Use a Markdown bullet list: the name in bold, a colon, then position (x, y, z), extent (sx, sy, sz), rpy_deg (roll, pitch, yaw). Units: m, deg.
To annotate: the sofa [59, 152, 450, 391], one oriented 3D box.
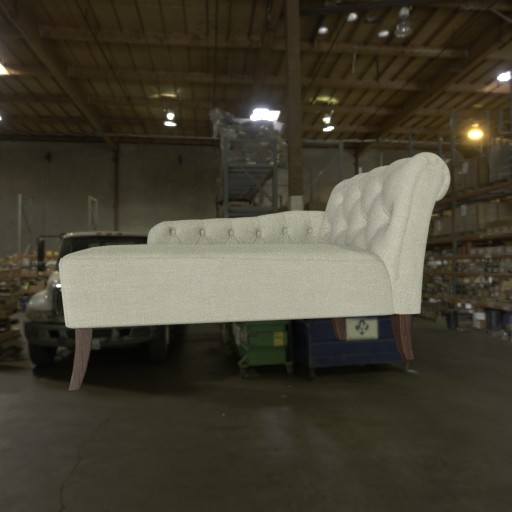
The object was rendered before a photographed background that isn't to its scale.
- **sofa**: position (0.000, 0.000, 1.753), extent (1.379, 0.787, 0.675), rpy_deg (1, -2, -19)
